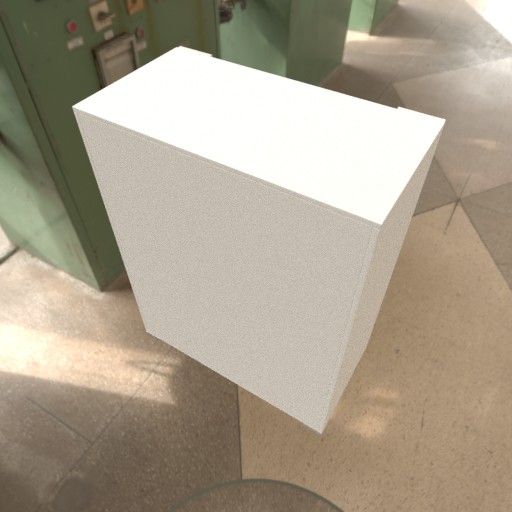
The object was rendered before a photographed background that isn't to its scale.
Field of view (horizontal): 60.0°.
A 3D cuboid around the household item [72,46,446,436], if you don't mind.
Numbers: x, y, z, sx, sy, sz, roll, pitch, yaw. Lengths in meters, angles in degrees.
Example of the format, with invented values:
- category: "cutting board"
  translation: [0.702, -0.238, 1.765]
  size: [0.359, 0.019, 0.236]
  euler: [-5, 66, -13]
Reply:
- category: "household item"
  translation: [0.000, 0.000, 1.427]
  size: [0.790, 1.010, 0.420]
  euler: [25, 52, 21]
